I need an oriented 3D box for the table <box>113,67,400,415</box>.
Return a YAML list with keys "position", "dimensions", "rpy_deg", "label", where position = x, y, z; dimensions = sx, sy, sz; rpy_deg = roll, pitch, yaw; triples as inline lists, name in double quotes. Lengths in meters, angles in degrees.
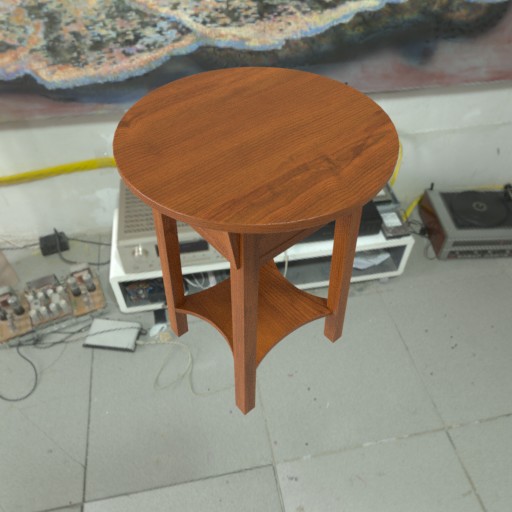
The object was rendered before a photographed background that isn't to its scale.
- position: [0.000, 0.000, 0.945]
  dimensions: [0.457, 0.610, 0.457]
  rpy_deg: [0, 47, 0]
  label: "table"
